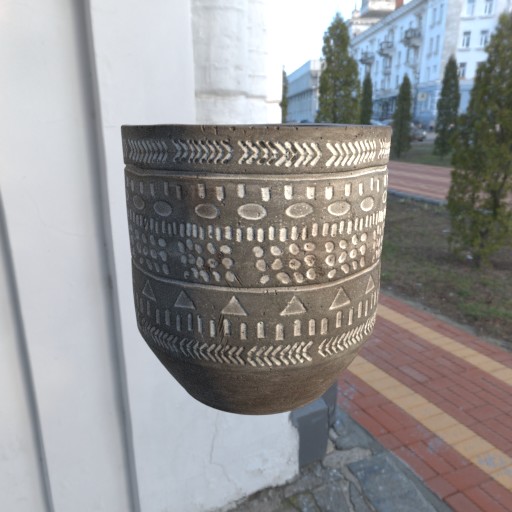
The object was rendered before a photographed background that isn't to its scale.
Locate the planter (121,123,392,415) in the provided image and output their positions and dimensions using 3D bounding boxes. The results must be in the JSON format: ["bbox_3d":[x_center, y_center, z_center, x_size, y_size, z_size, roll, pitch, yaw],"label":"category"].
[{"bbox_3d":[0.000,0.000,0.223,0.122,0.128,0.122,0,17,0],"label":"planter"}]
